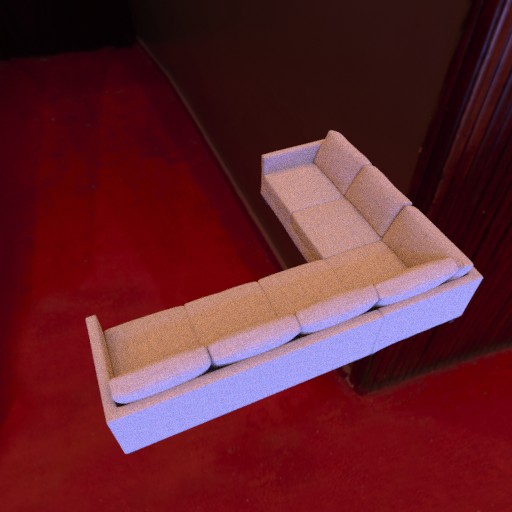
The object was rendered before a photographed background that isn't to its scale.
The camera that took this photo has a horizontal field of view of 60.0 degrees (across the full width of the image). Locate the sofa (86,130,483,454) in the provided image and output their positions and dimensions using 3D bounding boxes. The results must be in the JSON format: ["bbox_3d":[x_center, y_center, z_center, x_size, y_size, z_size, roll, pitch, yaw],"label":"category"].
[{"bbox_3d":[0.000,0.000,4.252,3.182,0.863,2.432,-17,49,-16],"label":"sofa"}]
